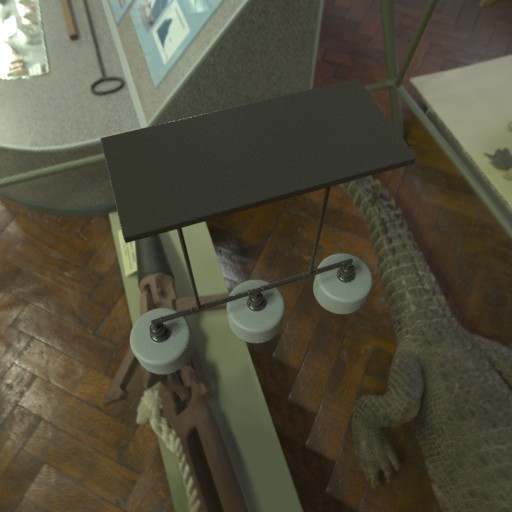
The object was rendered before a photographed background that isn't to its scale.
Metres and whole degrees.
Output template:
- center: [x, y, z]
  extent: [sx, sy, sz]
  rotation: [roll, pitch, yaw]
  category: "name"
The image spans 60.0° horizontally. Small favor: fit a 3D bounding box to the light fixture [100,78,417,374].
- center: [0.000, 0.000, 0.837]
  extent: [0.582, 0.557, 0.177]
  rotation: [-17, 60, -10]
  category: "light fixture"
